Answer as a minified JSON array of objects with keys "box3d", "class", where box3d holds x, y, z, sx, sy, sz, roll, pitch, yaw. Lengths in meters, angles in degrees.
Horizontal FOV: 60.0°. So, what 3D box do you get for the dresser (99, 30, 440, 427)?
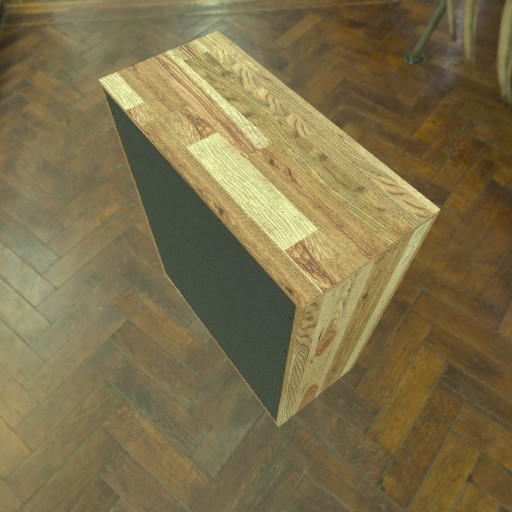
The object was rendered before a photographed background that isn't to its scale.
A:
[{"box3d":[0.000,0.000,1.745,0.480,1.243,0.966,-32,63,-19],"class":"dresser"}]
